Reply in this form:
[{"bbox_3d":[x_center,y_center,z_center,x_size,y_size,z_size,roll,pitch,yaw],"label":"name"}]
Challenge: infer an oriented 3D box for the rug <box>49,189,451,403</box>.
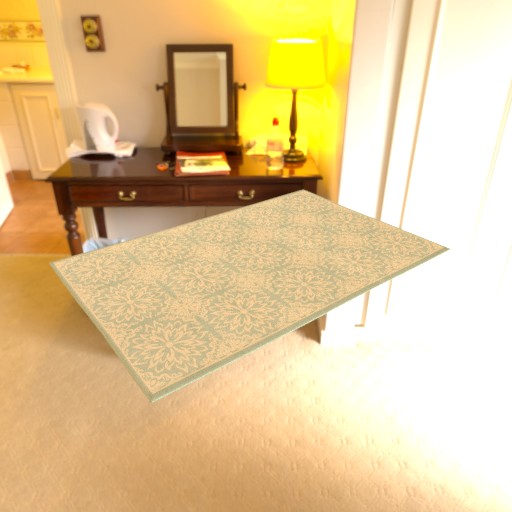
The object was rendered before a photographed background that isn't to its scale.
[{"bbox_3d":[0.000,0.000,3.617,2.746,0.018,1.819,-20,35,-32],"label":"rug"}]
